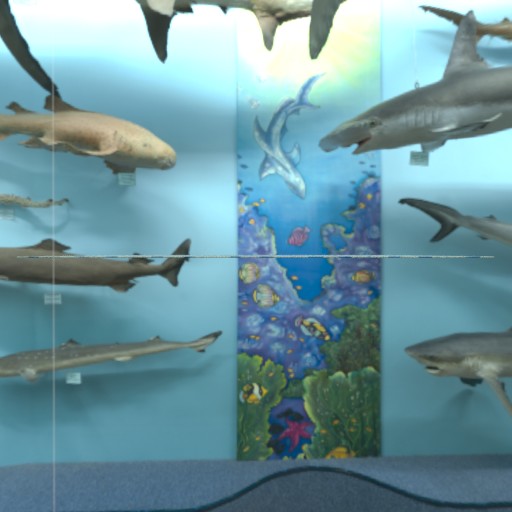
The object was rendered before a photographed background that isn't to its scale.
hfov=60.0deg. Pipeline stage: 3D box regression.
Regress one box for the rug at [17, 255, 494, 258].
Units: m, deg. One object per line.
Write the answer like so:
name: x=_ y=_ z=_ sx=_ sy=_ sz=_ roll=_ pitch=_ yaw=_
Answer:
rug: x=0.000 y=0.000 z=4.054 sx=3.059 sy=0.008 sz=2.453 roll=0 pitch=0 yaw=1
